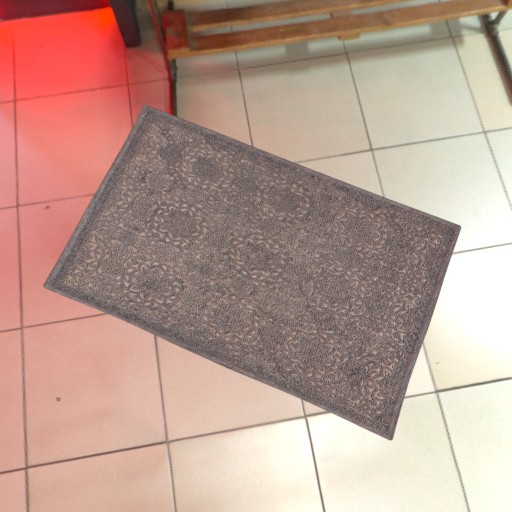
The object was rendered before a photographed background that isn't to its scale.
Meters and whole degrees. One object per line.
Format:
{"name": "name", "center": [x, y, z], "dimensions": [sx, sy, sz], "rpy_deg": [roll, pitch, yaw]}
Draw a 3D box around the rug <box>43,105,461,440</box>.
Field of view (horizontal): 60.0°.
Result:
{"name": "rug", "center": [0.000, 0.000, 3.063], "dimensions": [2.498, 0.022, 1.535], "rpy_deg": [22, 76, 6]}
